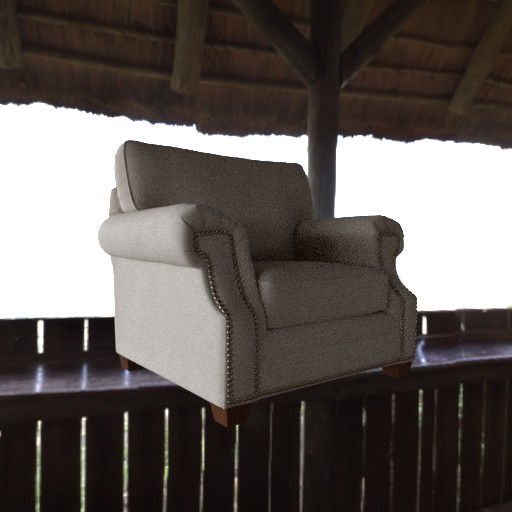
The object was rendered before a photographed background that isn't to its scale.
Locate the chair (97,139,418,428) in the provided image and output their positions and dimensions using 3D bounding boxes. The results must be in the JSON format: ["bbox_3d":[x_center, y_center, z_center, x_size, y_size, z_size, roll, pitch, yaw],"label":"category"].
[{"bbox_3d":[0.000,0.000,1.872,1.092,0.961,0.965,-1,1,-37],"label":"chair"}]
